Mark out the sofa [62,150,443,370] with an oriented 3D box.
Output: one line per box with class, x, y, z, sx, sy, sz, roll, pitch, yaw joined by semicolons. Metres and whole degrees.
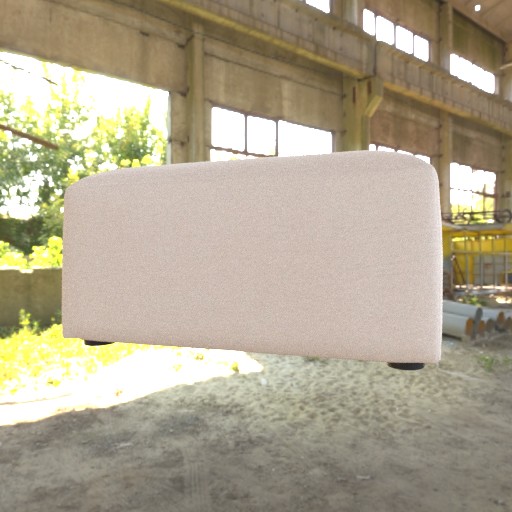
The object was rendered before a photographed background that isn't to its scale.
sofa;0.000;0.000;1.234;0.930;0.470;0.480;0;0;18
